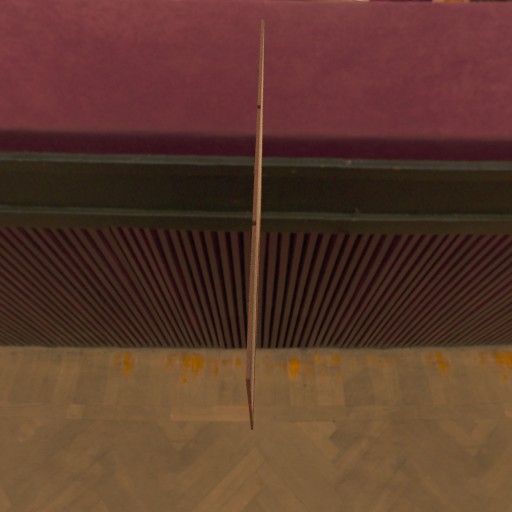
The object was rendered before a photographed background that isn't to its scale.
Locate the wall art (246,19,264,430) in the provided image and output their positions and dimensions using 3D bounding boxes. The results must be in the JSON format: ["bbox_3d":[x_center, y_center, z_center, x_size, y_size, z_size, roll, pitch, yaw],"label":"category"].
[{"bbox_3d":[0.000,0.000,2.271,0.019,1.532,1.533,2,64,1],"label":"wall art"}]
